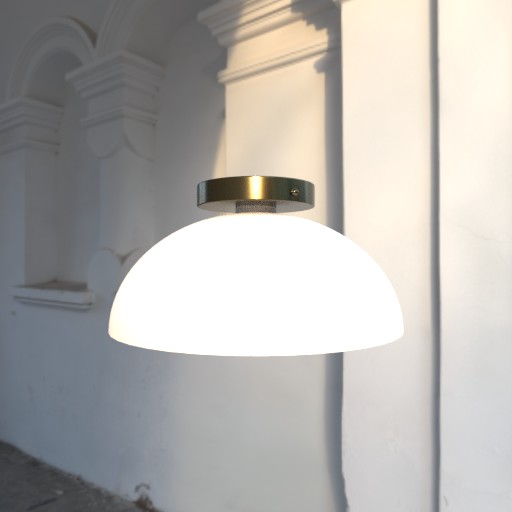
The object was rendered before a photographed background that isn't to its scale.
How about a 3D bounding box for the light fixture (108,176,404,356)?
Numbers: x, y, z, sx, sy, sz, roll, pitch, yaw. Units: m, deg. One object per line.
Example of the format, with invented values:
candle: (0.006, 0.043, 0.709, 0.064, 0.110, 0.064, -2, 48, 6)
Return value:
light fixture: (0.000, 0.000, 0.562, 0.355, 0.177, 0.355, 0, 0, 0)
